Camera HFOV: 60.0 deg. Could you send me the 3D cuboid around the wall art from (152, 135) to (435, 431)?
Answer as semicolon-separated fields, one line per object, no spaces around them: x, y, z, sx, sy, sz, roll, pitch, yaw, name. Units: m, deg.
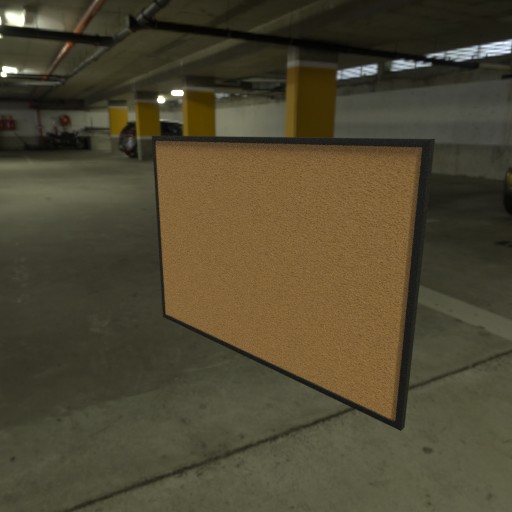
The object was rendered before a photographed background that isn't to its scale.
0.000;0.000;0.883;0.664;0.458;0.013;15;21;42;wall art
